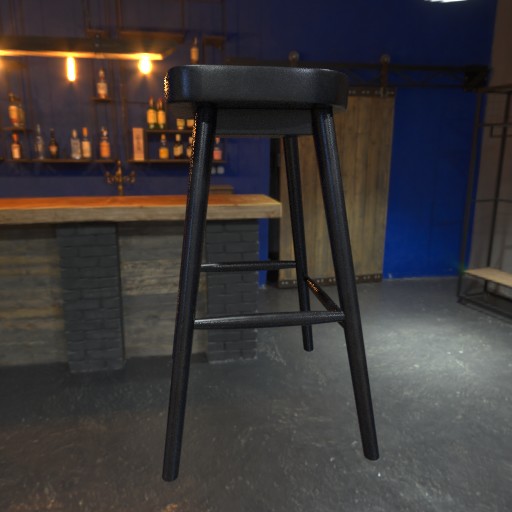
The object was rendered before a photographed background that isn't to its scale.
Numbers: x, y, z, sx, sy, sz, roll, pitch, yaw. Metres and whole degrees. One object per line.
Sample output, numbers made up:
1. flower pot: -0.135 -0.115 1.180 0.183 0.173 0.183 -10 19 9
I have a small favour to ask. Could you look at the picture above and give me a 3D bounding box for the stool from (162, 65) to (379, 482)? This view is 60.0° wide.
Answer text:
1. stool: 0.000 0.000 0.853 0.361 0.615 0.440 -2 14 -8
